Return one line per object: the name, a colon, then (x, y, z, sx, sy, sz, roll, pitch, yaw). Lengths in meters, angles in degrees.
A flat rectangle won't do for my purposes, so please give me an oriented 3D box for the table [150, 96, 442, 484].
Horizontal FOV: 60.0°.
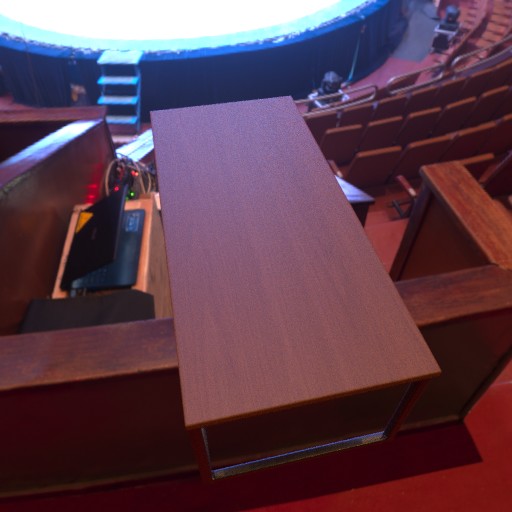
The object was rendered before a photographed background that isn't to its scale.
table: (0.000, 0.000, 1.334, 0.500, 0.400, 1.100, -9, 49, -8)
